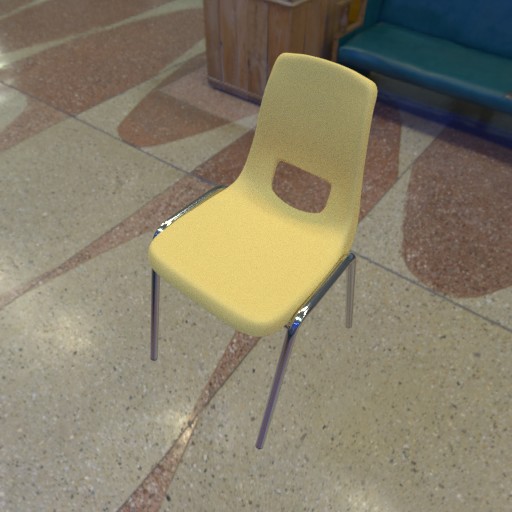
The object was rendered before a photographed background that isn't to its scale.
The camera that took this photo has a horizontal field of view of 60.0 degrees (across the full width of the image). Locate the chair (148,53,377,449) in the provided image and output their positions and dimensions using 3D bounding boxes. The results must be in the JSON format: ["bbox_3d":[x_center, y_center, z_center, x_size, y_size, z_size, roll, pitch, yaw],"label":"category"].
[{"bbox_3d":[0.000,0.000,0.957,0.381,0.704,0.436,31,54,25],"label":"chair"}]
